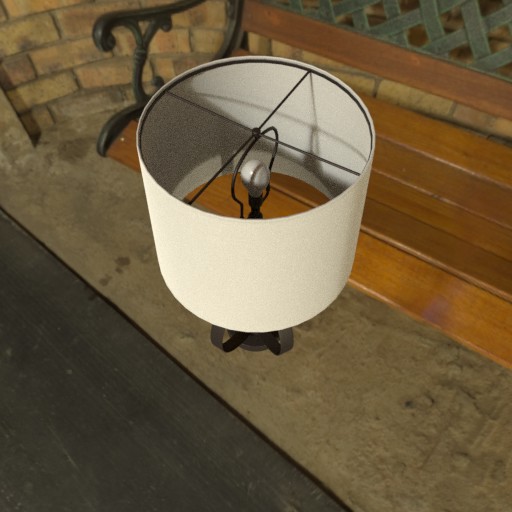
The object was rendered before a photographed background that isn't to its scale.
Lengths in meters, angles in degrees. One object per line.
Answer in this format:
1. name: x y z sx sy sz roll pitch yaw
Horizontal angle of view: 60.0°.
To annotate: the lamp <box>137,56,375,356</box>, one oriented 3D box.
1. lamp: 0.000 0.000 0.685 0.286 0.510 0.286 0 57 0
